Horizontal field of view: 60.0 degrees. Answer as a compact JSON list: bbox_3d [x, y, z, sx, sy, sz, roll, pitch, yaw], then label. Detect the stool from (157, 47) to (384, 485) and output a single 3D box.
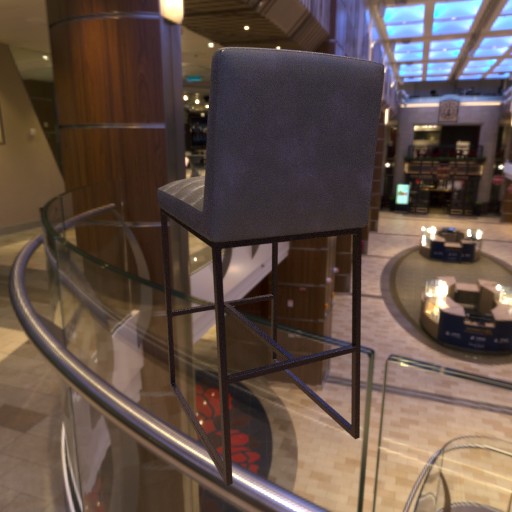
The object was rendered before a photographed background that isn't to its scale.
[{"bbox_3d":[0.000,0.000,1.350,0.463,1.065,0.562,-7,16,-26],"label":"stool"}]
